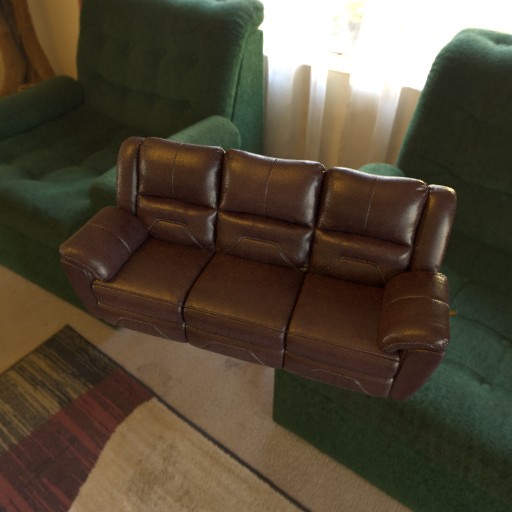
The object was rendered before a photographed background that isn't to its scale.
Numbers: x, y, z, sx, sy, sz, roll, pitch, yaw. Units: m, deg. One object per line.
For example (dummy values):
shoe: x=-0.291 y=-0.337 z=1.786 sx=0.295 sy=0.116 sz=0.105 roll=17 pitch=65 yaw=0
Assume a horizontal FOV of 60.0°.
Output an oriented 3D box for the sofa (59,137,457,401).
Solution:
sofa: x=0.000 y=0.000 z=2.856 sx=2.337 sy=1.043 sz=0.991 roll=12 pitch=43 yaw=13
